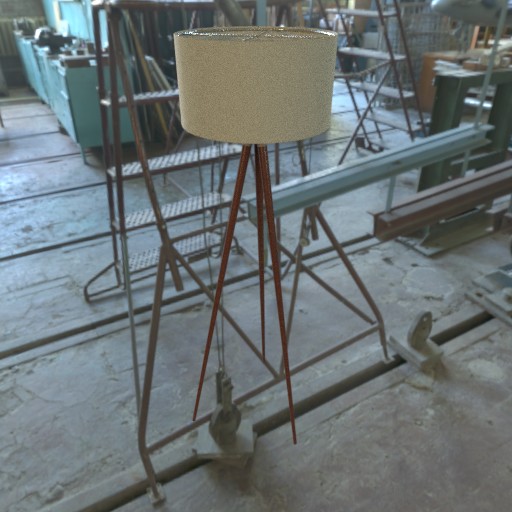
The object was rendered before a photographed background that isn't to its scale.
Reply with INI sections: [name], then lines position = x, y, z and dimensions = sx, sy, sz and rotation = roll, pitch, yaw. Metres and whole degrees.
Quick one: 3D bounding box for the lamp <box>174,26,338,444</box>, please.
[lamp]
position = 0.000, 0.000, 1.721
dimensions = 0.483, 1.553, 0.483
rotation = 8, 32, 12
